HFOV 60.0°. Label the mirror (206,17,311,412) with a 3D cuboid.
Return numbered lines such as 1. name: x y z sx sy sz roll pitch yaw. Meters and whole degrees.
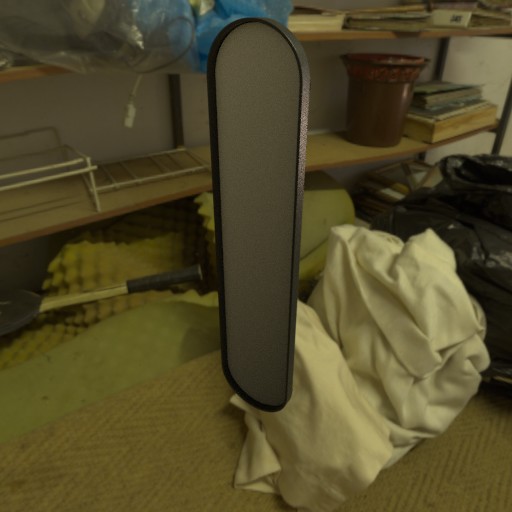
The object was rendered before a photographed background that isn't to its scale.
1. mirror: 0.000 0.000 1.044 0.222 0.991 0.032 19 35 30
